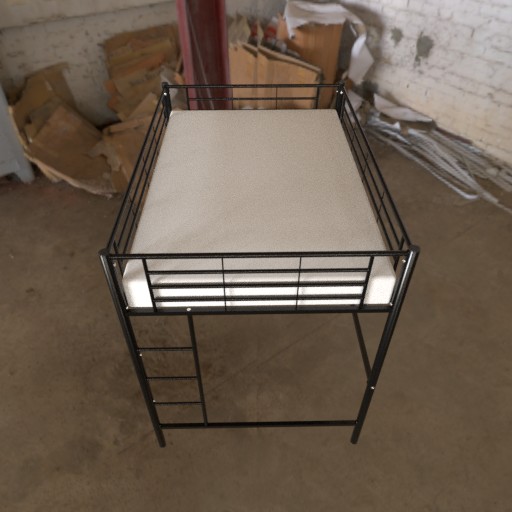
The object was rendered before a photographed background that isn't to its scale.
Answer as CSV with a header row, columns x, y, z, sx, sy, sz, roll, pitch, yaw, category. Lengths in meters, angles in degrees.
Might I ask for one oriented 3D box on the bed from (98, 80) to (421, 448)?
x,y,z,sx,sy,sz,roll,pitch,yaw,category
0.000,0.000,3.241,1.397,1.803,1.994,-1,42,-1,bed
